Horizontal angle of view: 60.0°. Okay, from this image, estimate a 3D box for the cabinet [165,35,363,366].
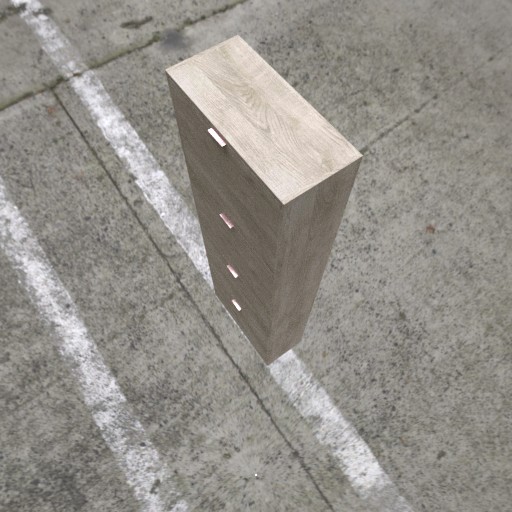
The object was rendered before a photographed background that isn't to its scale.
[{"bbox_3d":[0.000,0.000,1.837,0.250,1.630,0.520,-33,68,-15],"label":"cabinet"}]
